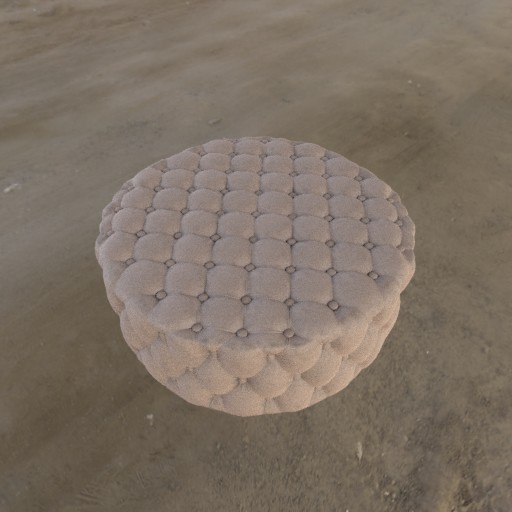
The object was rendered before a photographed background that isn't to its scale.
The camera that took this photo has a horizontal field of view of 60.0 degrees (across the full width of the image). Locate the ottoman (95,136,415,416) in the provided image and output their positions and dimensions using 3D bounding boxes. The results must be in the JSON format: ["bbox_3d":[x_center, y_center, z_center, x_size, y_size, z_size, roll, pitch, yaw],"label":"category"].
[{"bbox_3d":[0.000,0.000,1.509,0.998,0.399,0.998,0,45,0],"label":"ottoman"}]
